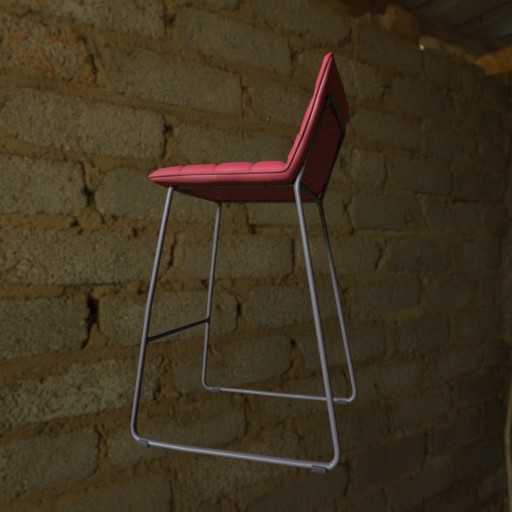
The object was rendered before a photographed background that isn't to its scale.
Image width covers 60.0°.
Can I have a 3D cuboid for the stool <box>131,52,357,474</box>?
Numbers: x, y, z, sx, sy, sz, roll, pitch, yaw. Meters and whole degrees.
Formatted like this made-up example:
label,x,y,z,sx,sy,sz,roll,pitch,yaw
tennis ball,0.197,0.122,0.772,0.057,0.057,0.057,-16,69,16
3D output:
label,x,y,z,sx,sy,sz,roll,pitch,yaw
stool,0.000,0.000,1.250,0.524,0.937,0.489,0,0,17
